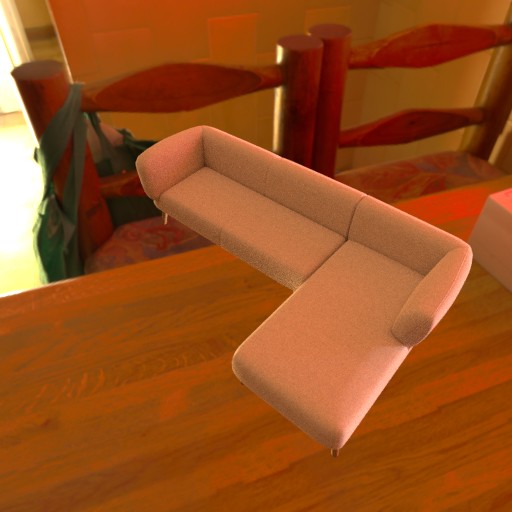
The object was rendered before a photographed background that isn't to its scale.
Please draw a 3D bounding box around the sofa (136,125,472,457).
[{"bbox_3d":[0.000,0.000,3.326,2.660,0.730,1.610,31,53,27],"label":"sofa"}]
